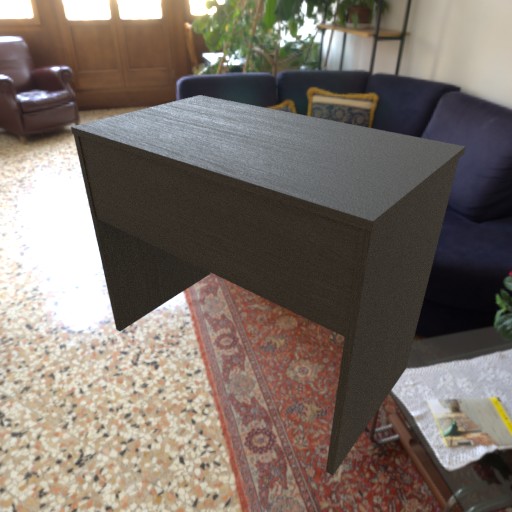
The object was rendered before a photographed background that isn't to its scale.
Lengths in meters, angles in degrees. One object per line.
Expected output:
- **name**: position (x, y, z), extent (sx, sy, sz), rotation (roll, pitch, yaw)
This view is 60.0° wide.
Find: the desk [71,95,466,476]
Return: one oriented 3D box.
- **desk**: position (0.000, 0.000, 1.327), extent (0.893, 0.724, 0.498), rotation (23, 39, 32)
